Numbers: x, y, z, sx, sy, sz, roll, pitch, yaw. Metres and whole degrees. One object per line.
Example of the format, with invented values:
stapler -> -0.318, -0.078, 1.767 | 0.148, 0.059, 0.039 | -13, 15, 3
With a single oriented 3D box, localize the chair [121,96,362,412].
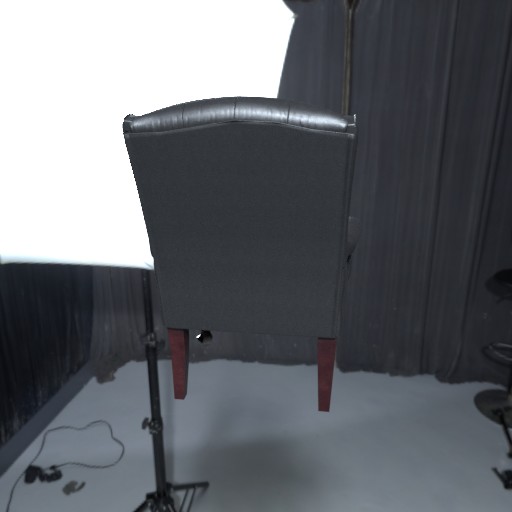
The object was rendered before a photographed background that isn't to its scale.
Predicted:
chair -> 0.000, 0.000, 1.733 | 0.831, 1.133, 0.822 | 2, 16, 8
